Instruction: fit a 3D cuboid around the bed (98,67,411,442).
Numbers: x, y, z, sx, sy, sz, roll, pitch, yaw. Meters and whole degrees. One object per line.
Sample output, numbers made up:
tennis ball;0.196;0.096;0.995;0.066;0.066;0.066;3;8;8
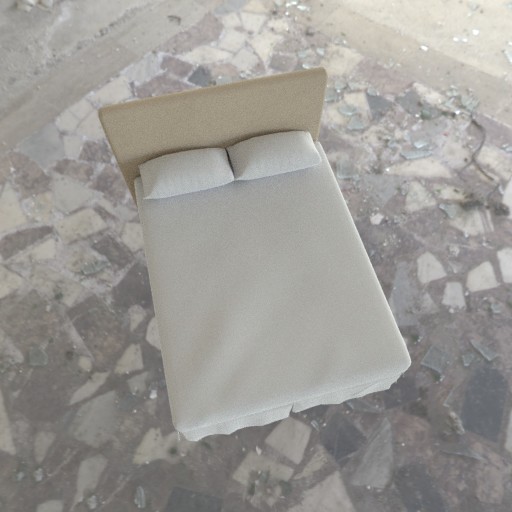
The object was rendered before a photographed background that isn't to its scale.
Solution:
bed;0.000;0.000;3.228;1.723;1.330;2.142;-13;63;-7
